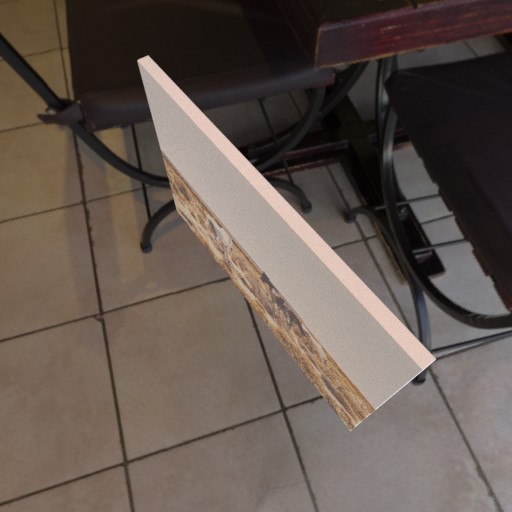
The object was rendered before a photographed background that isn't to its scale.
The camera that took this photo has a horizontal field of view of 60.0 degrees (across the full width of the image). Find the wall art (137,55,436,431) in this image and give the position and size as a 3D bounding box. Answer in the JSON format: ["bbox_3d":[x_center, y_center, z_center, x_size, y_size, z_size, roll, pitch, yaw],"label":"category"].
[{"bbox_3d":[0.000,0.000,1.890,0.051,1.016,1.520,-32,65,-17],"label":"wall art"}]
